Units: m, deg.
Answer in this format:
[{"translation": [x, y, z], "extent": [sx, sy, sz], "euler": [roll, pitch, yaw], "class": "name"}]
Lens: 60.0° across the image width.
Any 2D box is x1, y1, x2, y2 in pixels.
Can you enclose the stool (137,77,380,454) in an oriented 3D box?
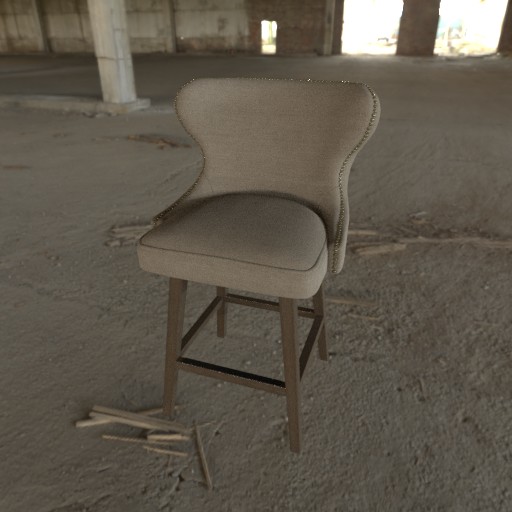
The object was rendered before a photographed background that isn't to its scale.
[{"translation": [0.000, 0.000, 1.359], "extent": [0.615, 0.972, 0.597], "euler": [9, 28, 17], "class": "stool"}]
